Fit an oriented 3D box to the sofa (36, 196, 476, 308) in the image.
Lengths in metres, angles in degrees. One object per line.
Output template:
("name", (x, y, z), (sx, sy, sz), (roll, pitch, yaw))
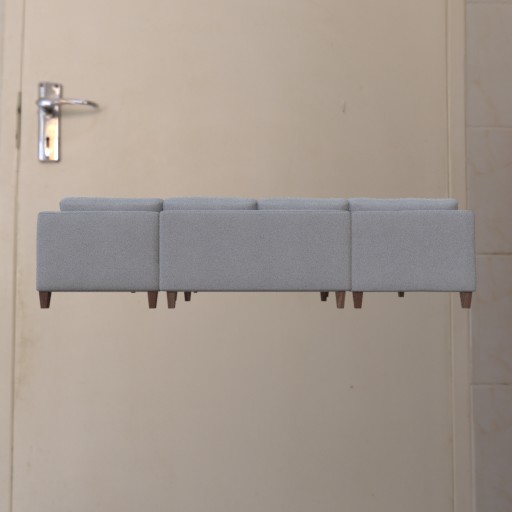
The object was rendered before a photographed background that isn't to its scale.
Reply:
("sofa", (0.000, 0.000, 4.464), (3.238, 0.853, 2.551), (0, -2, 0))
